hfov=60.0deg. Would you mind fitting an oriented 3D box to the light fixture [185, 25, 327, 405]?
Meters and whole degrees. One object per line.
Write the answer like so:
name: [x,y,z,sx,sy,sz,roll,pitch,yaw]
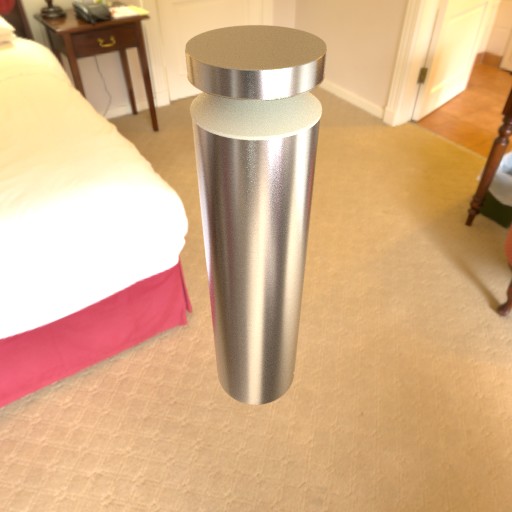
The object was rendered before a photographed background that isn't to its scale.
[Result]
light fixture: [0.000,0.000,0.446,0.102,0.400,0.102,12,43,13]
